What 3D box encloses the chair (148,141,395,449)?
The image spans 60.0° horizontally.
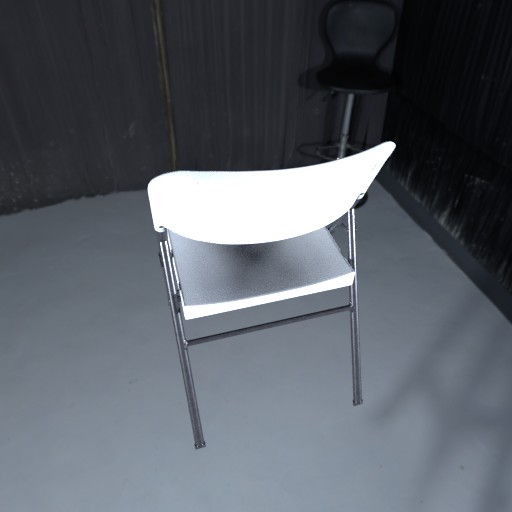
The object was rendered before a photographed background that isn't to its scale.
[{"bbox_3d":[0.000,0.000,1.169,0.494,0.810,0.566,-11,41,-12],"label":"chair"}]
